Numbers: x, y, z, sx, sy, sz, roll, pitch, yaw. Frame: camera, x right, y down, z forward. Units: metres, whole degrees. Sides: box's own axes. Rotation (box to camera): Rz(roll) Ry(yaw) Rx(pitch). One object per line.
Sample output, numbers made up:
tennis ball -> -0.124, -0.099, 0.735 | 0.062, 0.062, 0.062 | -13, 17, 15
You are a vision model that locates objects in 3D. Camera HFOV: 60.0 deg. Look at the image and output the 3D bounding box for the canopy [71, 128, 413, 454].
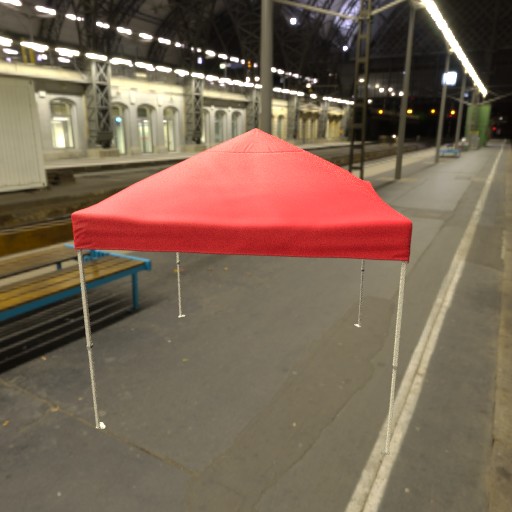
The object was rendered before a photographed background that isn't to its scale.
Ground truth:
canopy -> 0.000, 0.000, 5.418 | 2.996, 2.997, 2.998 | 2, 16, 7
